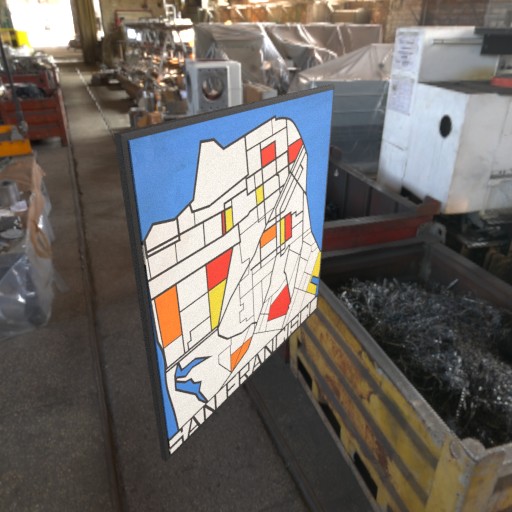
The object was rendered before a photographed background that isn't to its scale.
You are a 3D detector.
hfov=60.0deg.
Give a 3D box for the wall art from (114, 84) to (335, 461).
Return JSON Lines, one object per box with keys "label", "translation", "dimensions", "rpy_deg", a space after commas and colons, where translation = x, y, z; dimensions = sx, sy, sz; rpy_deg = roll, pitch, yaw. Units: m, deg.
{"label": "wall art", "translation": [0.000, 0.000, 0.999], "dimensions": [0.015, 0.663, 0.664], "rpy_deg": [18, 33, 30]}
